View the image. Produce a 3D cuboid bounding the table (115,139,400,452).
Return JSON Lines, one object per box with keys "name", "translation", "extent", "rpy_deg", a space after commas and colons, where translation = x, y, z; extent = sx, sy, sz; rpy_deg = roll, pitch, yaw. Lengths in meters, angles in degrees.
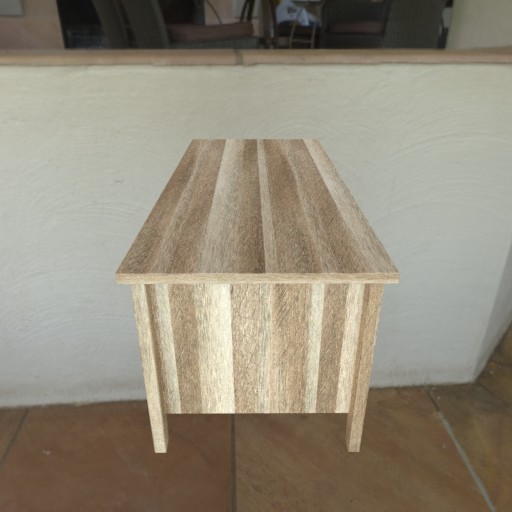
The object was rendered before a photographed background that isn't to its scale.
{"name": "table", "translation": [0.000, 0.000, 1.361], "extent": [0.493, 0.480, 1.095], "rpy_deg": [0, 27, 0]}
